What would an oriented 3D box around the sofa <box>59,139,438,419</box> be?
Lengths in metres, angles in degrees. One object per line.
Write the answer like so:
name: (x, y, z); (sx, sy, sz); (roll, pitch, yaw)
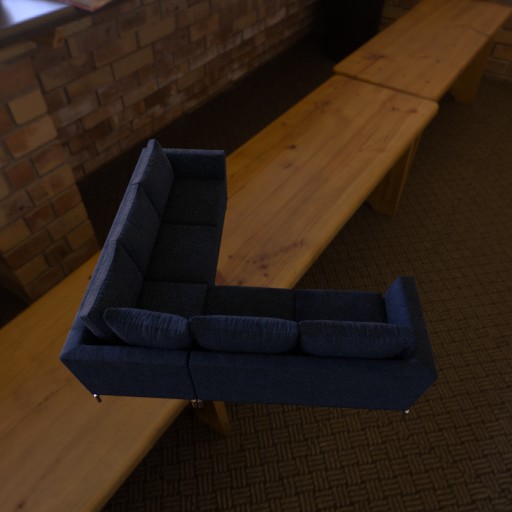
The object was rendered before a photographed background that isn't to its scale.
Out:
sofa: (0.000, 0.000, 3.882); (2.472, 0.988, 2.463); (2, 47, 2)
